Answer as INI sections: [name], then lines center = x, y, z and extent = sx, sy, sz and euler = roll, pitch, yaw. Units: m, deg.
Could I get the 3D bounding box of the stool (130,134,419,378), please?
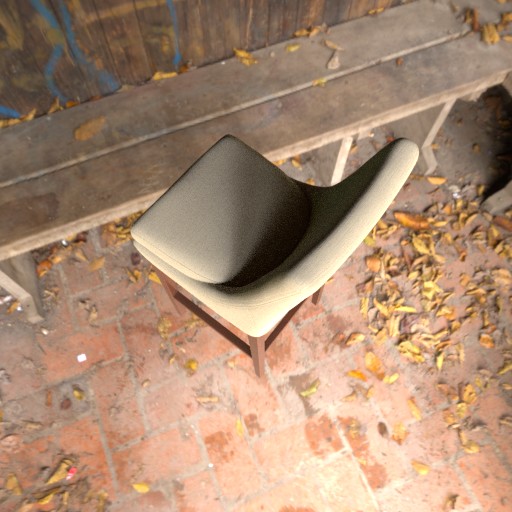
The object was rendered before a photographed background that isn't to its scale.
[stool]
center = 0.000, 0.000, 1.381
extent = 0.577, 1.078, 0.470
euler = 35, 69, 16
